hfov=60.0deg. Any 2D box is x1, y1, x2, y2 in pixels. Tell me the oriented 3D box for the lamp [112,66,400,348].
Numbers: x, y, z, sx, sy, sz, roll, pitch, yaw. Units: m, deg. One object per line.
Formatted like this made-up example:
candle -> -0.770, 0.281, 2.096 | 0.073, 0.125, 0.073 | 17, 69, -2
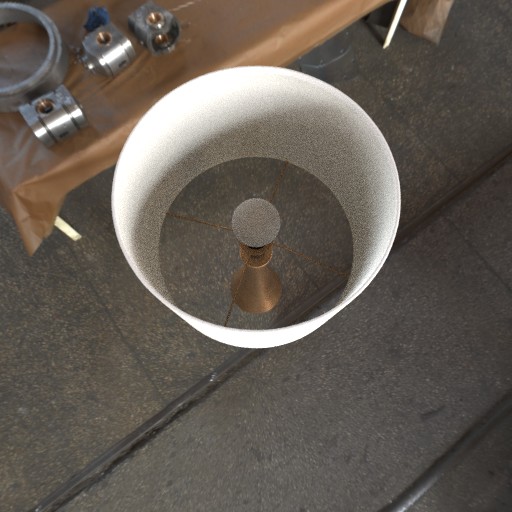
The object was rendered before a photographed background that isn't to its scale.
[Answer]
lamp -> 0.000, 0.000, 0.641 | 0.268, 0.479, 0.268 | 19, 76, 5
